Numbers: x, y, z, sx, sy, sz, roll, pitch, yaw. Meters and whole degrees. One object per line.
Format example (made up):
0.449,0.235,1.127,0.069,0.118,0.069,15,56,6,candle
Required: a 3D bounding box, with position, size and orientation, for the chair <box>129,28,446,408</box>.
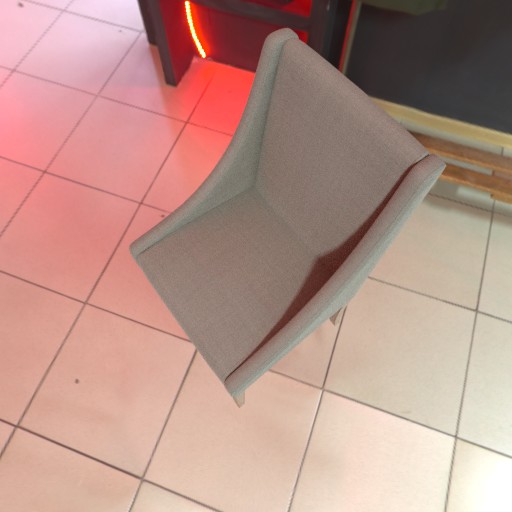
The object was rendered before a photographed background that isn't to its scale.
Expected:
0.000,0.000,1.374,0.611,1.021,0.575,-35,69,-15,chair
